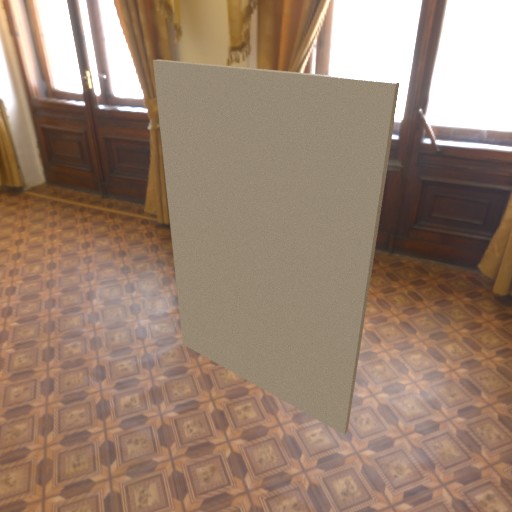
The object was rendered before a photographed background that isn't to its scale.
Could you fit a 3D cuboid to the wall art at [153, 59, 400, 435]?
[{"bbox_3d":[0.000,0.000,0.607,0.325,0.474,0.010,20,35,32],"label":"wall art"}]
